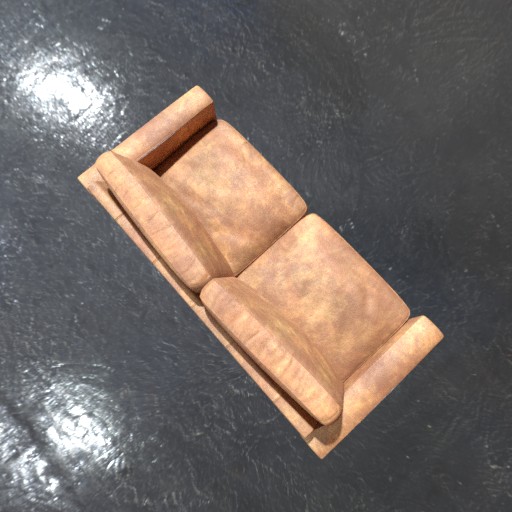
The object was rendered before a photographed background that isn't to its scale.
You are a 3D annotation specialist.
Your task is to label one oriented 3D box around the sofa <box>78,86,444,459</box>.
[{"bbox_3d":[0.000,0.000,2.737,1.016,0.873,2.179,-41,80,-9],"label":"sofa"}]
